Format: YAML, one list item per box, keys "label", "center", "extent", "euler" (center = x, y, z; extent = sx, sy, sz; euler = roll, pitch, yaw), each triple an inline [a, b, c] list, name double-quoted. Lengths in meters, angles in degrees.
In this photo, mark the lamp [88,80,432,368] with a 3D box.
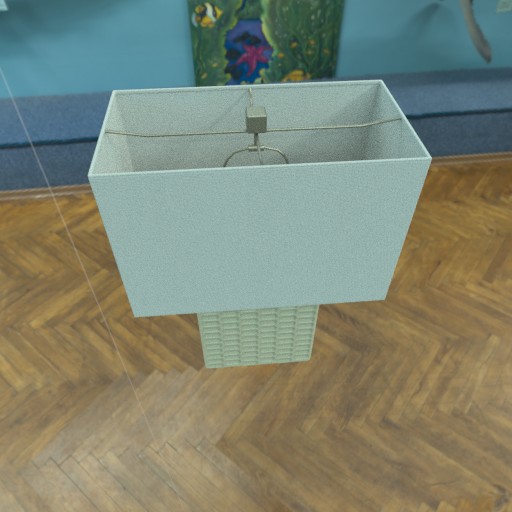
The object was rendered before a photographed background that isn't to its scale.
- label: "lamp"
  center: [0.000, 0.000, 0.730]
  extent: [0.380, 0.515, 0.200]
  euler: [-4, 46, -3]
